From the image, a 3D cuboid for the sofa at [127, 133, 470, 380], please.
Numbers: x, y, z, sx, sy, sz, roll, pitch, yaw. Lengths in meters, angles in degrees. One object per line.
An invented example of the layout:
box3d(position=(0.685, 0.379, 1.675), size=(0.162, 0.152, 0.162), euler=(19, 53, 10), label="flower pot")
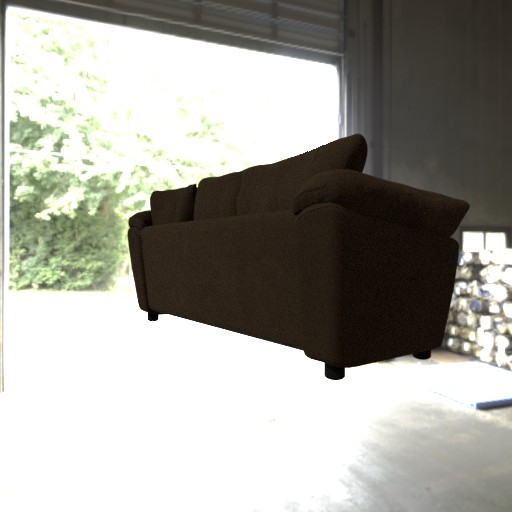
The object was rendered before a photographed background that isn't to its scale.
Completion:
box3d(position=(0.000, 0.000, 2.797), size=(0.878, 1.015, 2.336), euler=(0, 0, -36), label="sofa")
